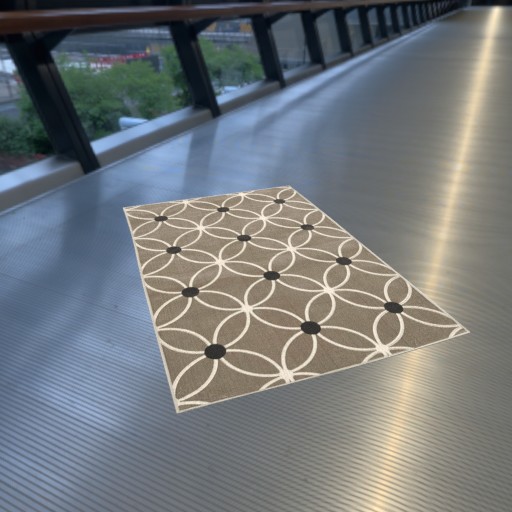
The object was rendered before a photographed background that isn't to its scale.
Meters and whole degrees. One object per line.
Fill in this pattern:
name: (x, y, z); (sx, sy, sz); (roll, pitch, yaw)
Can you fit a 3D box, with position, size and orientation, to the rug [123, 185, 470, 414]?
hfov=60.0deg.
rug: (0.000, 0.000, 2.968); (1.522, 0.008, 2.284); (-10, 31, -18)
